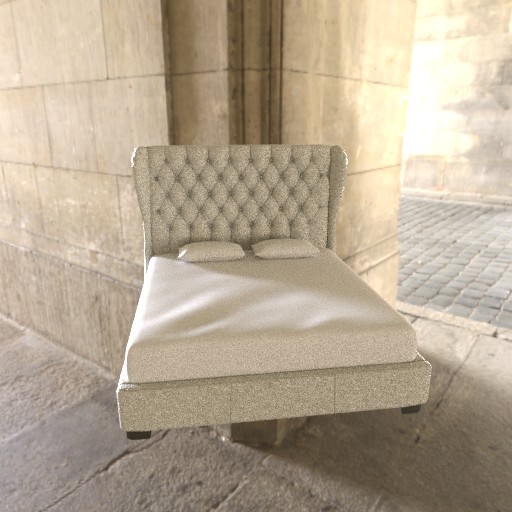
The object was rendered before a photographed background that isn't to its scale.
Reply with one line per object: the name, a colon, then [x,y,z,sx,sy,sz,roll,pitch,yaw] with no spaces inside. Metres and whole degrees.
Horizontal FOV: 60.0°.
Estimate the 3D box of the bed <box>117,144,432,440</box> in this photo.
bed: [0.000,0.000,3.872,2.219,1.771,2.347,-2,17,-8]
